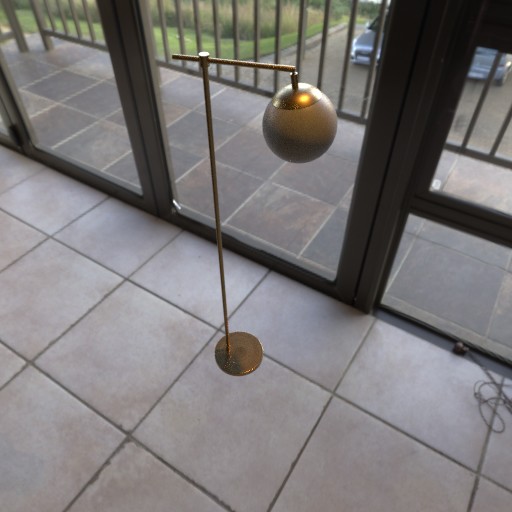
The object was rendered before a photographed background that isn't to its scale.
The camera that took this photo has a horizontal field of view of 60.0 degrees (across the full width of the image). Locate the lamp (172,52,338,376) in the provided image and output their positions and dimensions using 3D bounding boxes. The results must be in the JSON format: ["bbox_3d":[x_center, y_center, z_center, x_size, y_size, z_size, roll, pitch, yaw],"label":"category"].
[{"bbox_3d":[0.000,0.000,1.719,0.476,1.505,0.249,10,47,10],"label":"lamp"}]
